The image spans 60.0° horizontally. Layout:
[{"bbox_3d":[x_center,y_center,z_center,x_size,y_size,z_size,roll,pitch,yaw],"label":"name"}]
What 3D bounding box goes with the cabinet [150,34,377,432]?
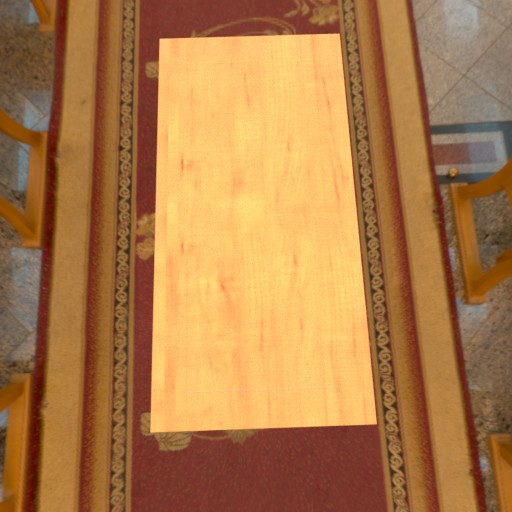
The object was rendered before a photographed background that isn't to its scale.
[{"bbox_3d":[0.000,0.000,1.399,0.450,0.840,0.920,-2,76,0],"label":"cabinet"}]
